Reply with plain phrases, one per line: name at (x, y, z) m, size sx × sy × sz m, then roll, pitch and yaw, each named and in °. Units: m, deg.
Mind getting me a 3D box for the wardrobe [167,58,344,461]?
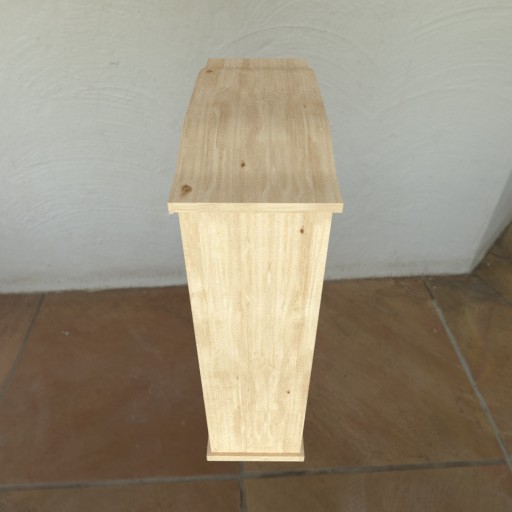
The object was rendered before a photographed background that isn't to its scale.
wardrobe at (0.000, 0.000, 2.550) m, size 0.570 × 1.870 × 1.500 m, roll 0°, pitch 40°, yaw 0°
